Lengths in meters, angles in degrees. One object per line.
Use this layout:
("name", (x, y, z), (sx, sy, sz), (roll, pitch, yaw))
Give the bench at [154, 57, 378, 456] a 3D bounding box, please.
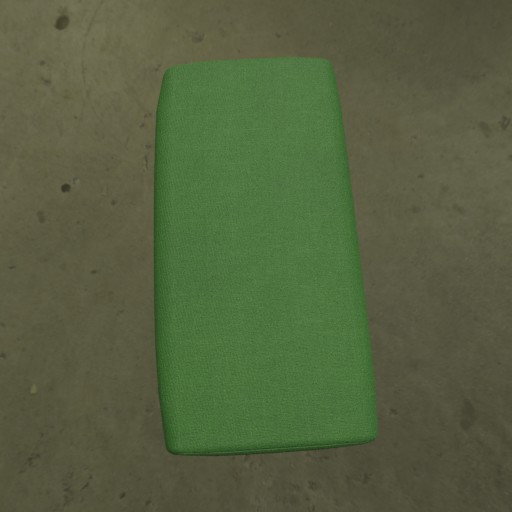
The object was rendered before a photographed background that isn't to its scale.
("bench", (0.000, 0.000, 1.285), (0.505, 0.501, 0.989), (-3, 75, -1))
